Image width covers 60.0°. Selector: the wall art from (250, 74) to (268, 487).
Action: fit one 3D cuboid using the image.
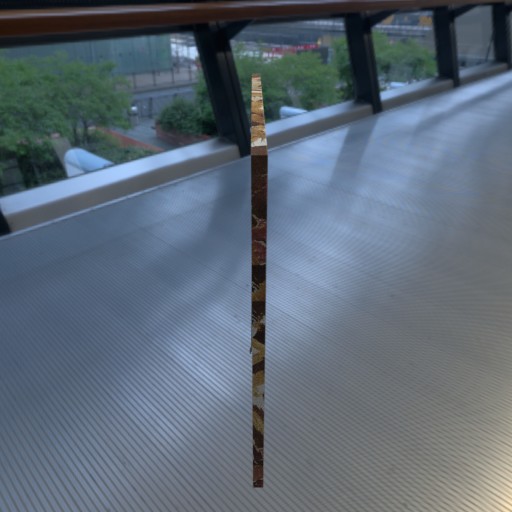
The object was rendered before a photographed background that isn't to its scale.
[{"bbox_3d":[0.000,0.000,1.129,0.028,0.762,0.757,0,30,0],"label":"wall art"}]
